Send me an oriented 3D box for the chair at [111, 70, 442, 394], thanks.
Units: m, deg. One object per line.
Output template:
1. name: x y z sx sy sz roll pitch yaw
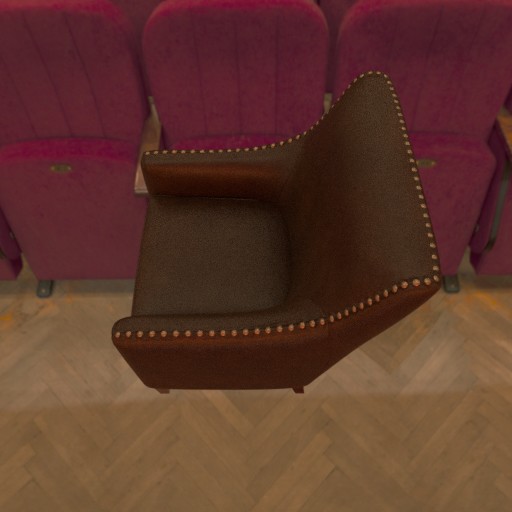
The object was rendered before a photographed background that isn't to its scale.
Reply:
1. chair: 0.000 0.000 1.291 0.704 0.813 0.639 0 59 0
